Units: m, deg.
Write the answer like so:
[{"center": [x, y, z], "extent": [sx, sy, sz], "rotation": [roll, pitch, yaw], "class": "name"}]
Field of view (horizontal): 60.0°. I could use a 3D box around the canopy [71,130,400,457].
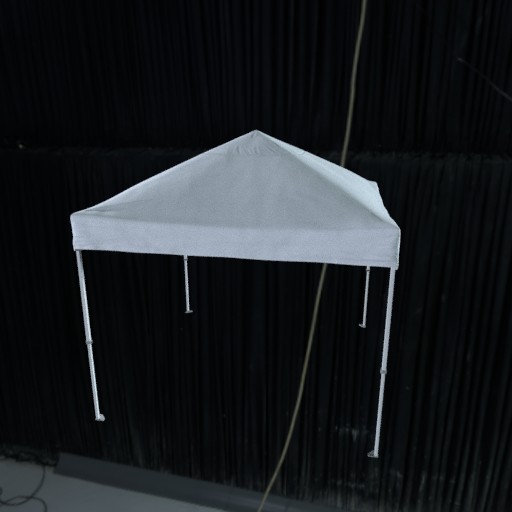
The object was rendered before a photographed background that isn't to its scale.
[{"center": [0.000, 0.000, 5.484], "extent": [2.998, 2.997, 2.996], "rotation": [3, 17, 10], "class": "canopy"}]
